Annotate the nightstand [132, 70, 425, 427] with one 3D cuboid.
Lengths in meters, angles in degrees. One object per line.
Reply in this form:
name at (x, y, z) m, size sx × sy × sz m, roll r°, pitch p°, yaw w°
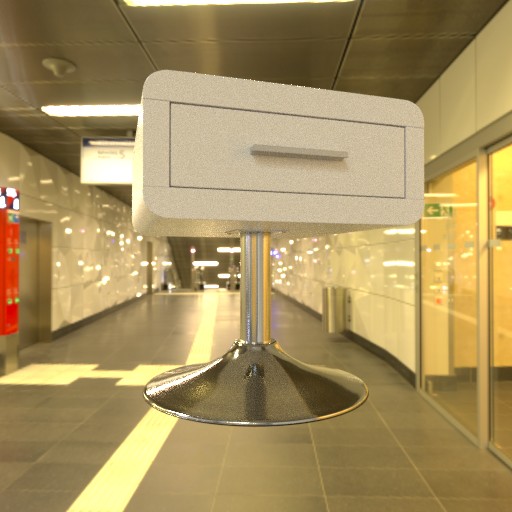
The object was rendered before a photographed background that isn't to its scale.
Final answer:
nightstand at (0.000, 0.000, 0.762) m, size 0.399 × 0.447 × 0.404 m, roll 0°, pitch -1°, yaw -17°
